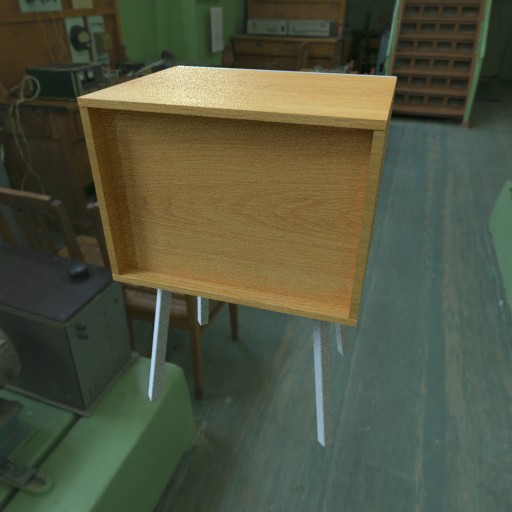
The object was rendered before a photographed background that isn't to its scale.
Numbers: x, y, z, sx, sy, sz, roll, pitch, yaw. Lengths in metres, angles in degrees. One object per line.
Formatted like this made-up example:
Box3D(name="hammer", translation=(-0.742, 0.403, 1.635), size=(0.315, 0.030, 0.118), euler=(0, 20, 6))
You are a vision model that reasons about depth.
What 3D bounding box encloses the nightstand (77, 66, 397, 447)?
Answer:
Box3D(name="nightstand", translation=(0.000, 0.000, 0.822), size=(0.400, 0.601, 0.316), euler=(9, 32, 15))
